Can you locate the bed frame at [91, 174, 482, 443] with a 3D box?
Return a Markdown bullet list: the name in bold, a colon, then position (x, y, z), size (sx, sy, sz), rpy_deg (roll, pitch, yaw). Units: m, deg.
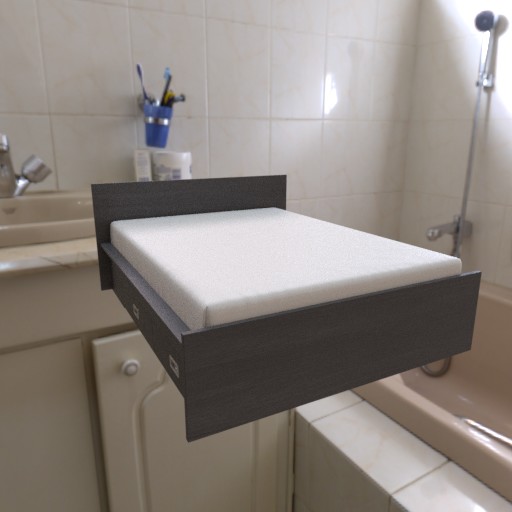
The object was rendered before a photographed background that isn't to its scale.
- **bed frame**: position (0.000, 0.000, 2.789), size (1.622, 0.800, 1.960), rpy_deg (-8, 17, -27)
